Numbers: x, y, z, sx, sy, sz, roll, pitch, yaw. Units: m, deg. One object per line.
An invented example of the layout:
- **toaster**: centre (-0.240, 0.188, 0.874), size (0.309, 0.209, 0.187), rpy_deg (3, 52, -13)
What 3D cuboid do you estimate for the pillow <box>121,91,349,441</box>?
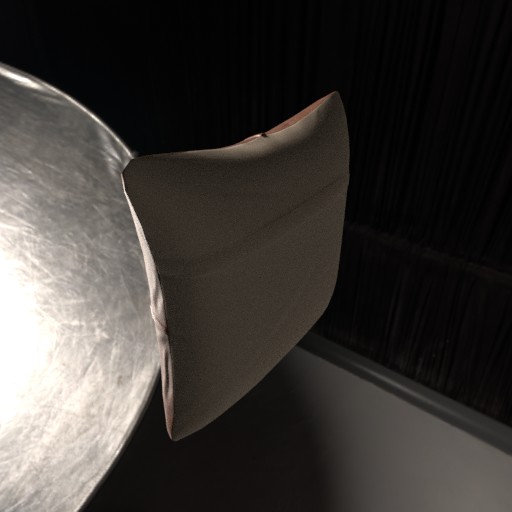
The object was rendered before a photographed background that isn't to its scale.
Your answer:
- **pillow**: centre (0.000, 0.000, 0.745), size (0.192, 0.470, 0.484), rpy_deg (22, 38, 31)
